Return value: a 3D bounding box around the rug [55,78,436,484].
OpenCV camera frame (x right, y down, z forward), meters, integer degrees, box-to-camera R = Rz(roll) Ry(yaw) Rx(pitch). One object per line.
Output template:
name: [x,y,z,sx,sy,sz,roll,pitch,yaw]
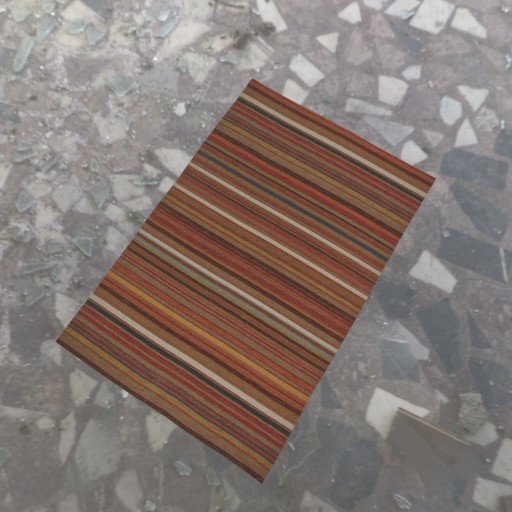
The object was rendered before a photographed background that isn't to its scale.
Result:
rug: [0.000,0.000,2.334,1.217,0.007,1.828,31,77,8]
